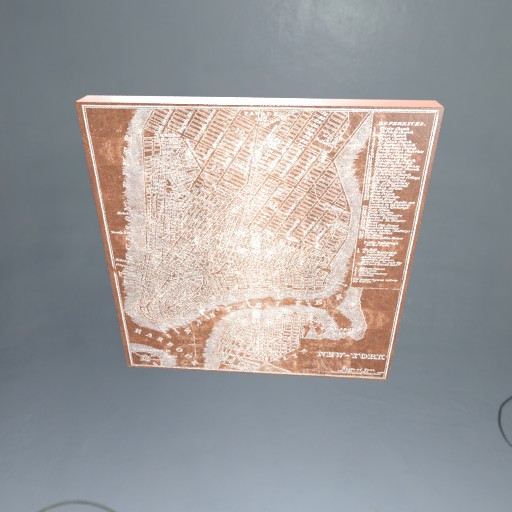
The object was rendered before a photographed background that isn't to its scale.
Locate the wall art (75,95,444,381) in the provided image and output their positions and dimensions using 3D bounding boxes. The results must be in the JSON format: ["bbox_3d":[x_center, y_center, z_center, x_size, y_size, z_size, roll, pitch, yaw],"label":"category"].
[{"bbox_3d":[0.000,0.000,0.598,0.403,0.403,0.035,2,30,4],"label":"wall art"}]
